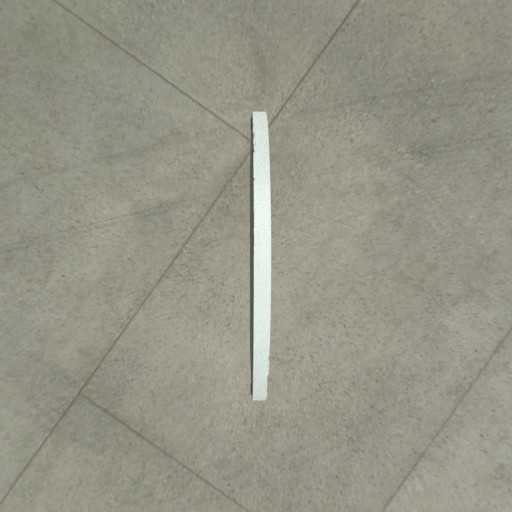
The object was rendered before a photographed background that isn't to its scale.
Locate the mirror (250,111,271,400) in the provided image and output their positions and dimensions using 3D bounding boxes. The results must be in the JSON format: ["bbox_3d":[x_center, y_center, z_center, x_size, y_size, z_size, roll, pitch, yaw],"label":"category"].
[{"bbox_3d":[0.000,0.000,1.189,0.032,0.920,0.660,0,90,-1],"label":"mirror"}]
